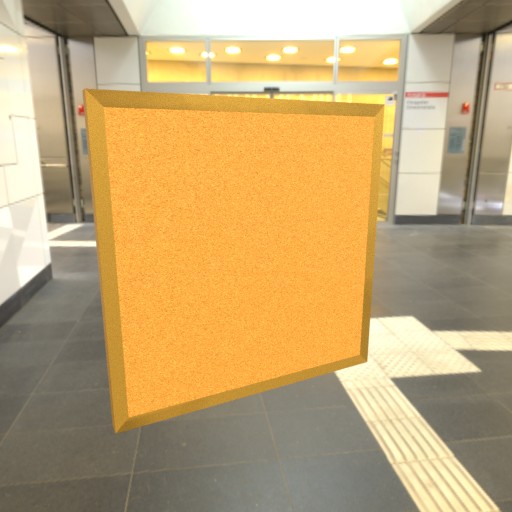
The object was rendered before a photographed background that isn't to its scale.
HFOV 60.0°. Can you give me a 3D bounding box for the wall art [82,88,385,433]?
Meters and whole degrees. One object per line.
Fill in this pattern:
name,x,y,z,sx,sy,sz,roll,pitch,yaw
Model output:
wall art,0.000,0.000,1.133,0.762,0.762,0.038,-7,16,-27
